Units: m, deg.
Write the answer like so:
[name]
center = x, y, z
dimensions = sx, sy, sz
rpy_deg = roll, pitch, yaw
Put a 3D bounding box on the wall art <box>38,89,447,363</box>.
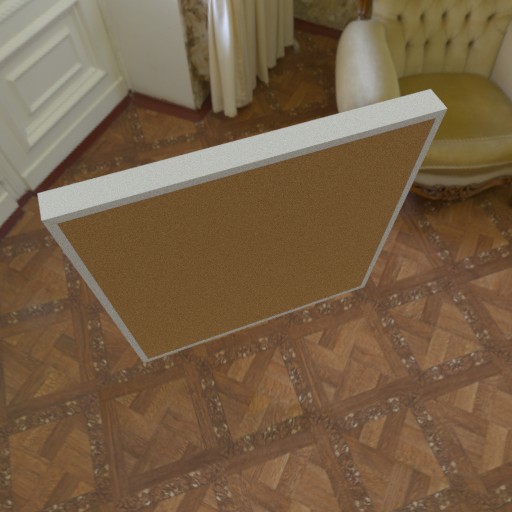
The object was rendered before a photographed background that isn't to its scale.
[wall art]
center = 0.000, 0.000, 0.450
dimensions = 0.304, 0.304, 0.024
rpy_deg = -18, 61, -10
